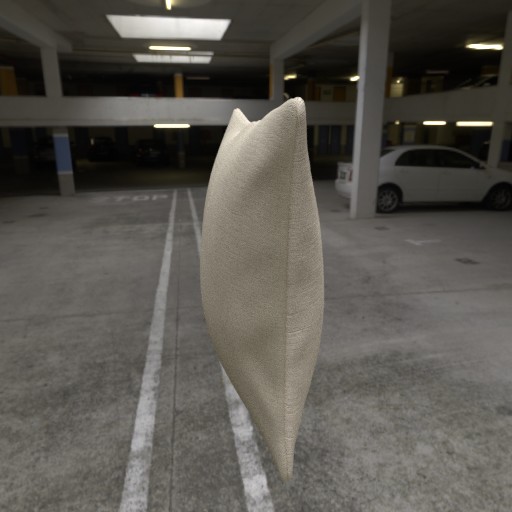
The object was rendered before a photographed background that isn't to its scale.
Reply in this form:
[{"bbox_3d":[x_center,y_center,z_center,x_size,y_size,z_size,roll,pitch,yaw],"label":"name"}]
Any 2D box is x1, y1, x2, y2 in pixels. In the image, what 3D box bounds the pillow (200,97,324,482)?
[{"bbox_3d":[0.000,0.000,0.648,0.162,0.420,0.437,-3,17,-9],"label":"pillow"}]
